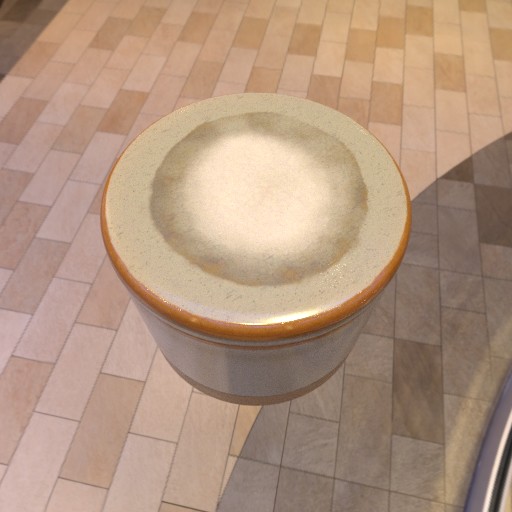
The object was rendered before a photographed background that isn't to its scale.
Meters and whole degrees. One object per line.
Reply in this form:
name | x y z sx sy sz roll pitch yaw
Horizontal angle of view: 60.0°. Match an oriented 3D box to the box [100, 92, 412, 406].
box | 0.000 0.000 0.215 0.123 0.100 0.123 0 57 0
